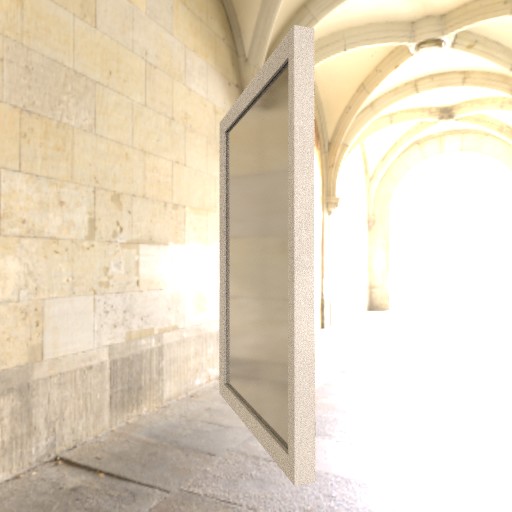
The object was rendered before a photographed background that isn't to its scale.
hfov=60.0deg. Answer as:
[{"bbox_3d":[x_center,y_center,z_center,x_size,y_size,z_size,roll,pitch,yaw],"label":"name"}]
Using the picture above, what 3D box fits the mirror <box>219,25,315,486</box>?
[{"bbox_3d":[0.000,0.000,0.929,0.040,0.710,0.507,0,-1,-18],"label":"mirror"}]
